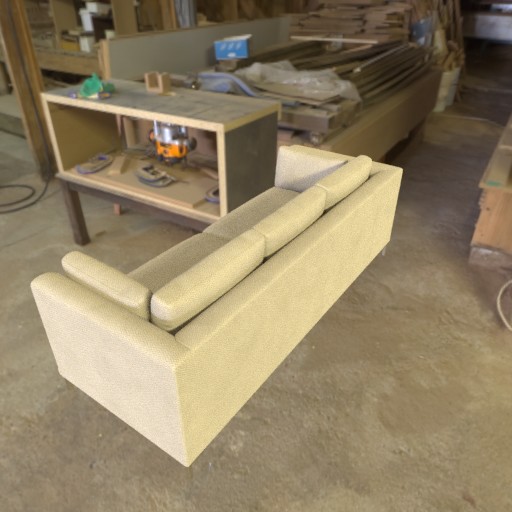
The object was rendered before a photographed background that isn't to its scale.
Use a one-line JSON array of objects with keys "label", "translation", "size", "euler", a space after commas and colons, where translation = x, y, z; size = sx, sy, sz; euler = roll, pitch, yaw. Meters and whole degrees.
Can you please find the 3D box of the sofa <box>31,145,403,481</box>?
[{"label": "sofa", "translation": [0.000, 0.000, 2.858], "size": [0.969, 0.867, 2.415], "euler": [21, 38, 29]}]
